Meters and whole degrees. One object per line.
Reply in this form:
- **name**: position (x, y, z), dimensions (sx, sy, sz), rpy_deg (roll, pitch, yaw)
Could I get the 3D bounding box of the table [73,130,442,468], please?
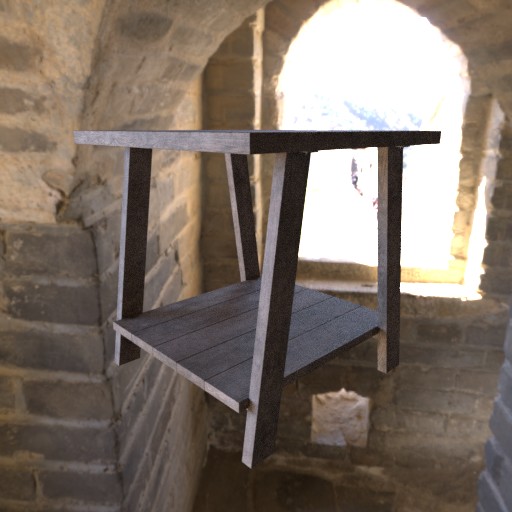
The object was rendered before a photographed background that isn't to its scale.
- **table**: position (0.000, 0.000, 1.120), dimensions (0.610, 0.610, 0.610), rpy_deg (-15, 22, -42)
